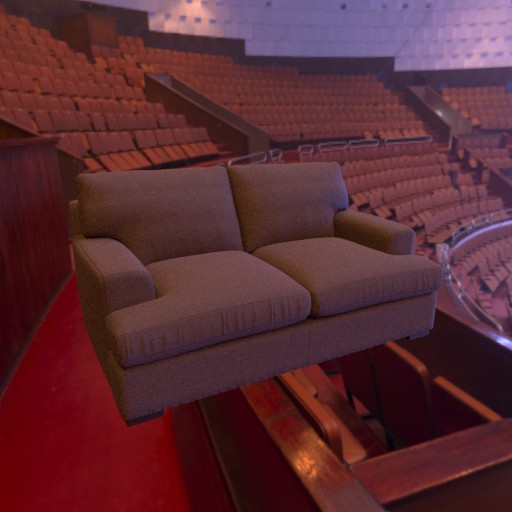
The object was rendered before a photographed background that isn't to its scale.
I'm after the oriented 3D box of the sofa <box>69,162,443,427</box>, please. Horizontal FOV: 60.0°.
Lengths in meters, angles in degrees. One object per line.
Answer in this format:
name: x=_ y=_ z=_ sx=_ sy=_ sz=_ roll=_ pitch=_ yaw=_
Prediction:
sofa: x=0.000 y=0.000 z=2.517 sx=1.869 sy=0.950 sz=1.140 roll=-9 pitch=19 yaw=-27
